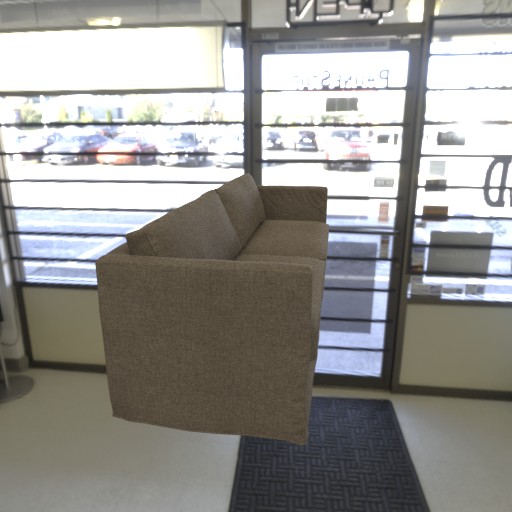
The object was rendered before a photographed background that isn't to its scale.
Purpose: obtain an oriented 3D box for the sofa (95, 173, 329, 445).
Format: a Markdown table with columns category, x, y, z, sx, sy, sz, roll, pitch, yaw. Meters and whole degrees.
| category | x | y | z | sx | sy | sz | roll | pitch | yaw |
| --- | --- | --- | --- | --- | --- | --- | --- | --- | --- |
| sofa | 0.000 | 0.000 | 3.317 | 1.036 | 0.998 | 2.779 | 3 | 17 | 10 |
